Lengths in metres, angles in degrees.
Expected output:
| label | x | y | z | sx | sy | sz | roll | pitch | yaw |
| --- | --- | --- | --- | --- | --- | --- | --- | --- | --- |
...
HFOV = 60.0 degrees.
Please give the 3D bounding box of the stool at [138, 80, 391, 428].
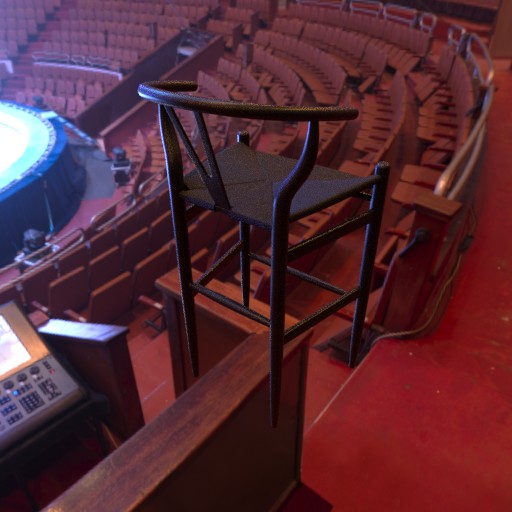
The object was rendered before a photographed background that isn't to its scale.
| label | x | y | z | sx | sy | sz | roll | pitch | yaw |
| --- | --- | --- | --- | --- | --- | --- | --- | --- | --- |
| stool | 0.000 | 0.000 | 1.397 | 0.569 | 1.072 | 0.579 | 22 | 38 | 31 |
